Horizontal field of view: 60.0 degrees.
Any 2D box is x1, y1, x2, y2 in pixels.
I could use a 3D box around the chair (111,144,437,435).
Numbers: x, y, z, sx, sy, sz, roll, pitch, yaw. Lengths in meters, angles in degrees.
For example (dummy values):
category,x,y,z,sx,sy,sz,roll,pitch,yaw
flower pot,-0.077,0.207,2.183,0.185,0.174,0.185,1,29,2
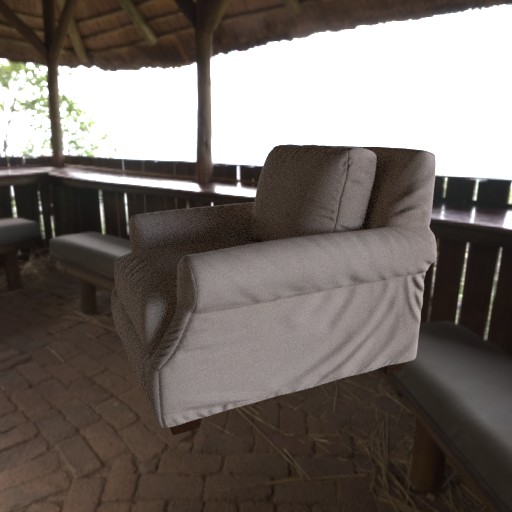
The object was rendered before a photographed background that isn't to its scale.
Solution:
category,x,y,z,sx,sy,sz,roll,pitch,yaw
chair,0.000,0.000,1.775,1.066,0.866,0.940,-7,17,-25
